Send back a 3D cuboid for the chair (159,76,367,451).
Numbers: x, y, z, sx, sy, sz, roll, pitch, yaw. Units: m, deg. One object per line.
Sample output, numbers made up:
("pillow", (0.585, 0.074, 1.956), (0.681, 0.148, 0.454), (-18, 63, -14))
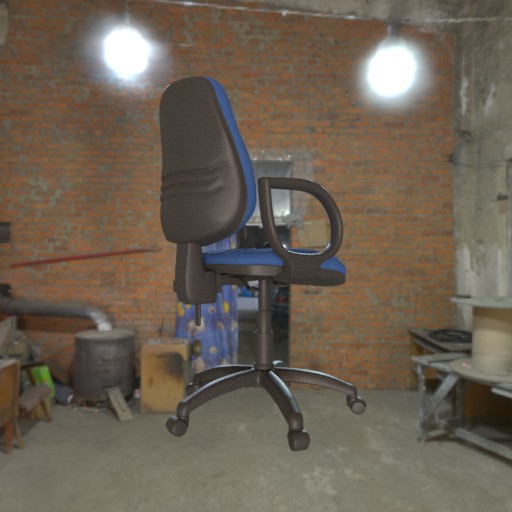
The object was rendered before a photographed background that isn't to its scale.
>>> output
("chair", (0.000, 0.000, 1.268), (0.549, 0.905, 0.552), (0, -1, -37))
